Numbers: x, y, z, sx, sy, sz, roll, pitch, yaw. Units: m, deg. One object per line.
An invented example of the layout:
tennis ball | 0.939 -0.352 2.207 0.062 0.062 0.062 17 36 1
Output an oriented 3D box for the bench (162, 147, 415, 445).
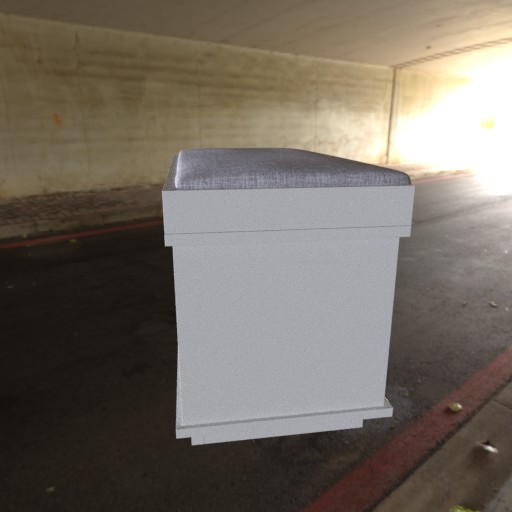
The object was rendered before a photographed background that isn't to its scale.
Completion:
bench | 0.000 0.000 1.004 0.362 0.461 0.734 -3 16 -9
